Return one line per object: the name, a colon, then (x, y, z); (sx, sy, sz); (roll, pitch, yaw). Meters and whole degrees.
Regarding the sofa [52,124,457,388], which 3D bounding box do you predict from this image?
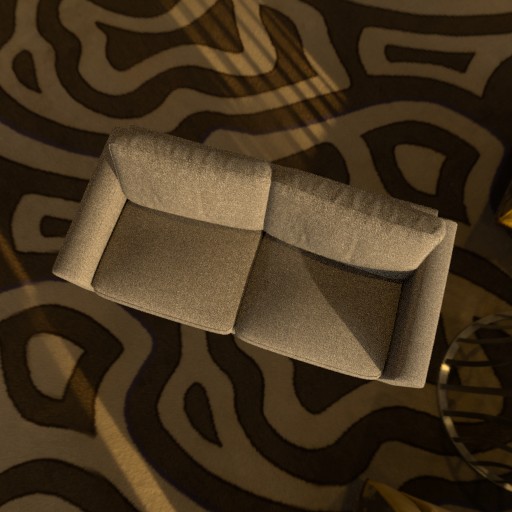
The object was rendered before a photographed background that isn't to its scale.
sofa: (0.000, 0.000, 2.678); (2.179, 0.873, 1.016); (17, 76, 4)
